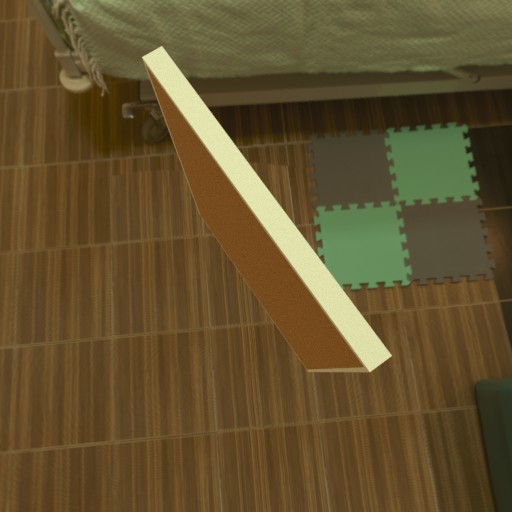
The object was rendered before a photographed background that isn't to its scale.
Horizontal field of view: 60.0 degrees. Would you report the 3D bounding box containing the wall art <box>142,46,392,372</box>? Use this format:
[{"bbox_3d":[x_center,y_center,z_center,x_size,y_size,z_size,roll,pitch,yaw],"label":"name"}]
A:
[{"bbox_3d":[0.000,0.000,0.753,0.030,0.549,0.443,-33,78,-8],"label":"wall art"}]
